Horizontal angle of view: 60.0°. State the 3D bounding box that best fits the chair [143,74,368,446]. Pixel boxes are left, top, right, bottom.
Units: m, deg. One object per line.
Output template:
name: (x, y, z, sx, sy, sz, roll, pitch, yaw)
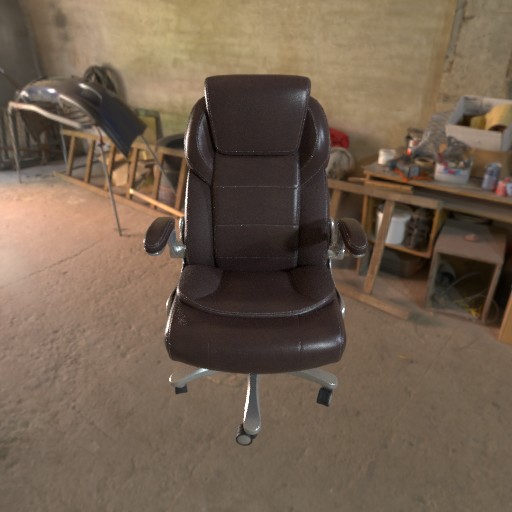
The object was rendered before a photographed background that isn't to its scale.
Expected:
chair: (0.000, 0.000, 1.628, 0.733, 1.160, 0.774, 0, 30, 1)
